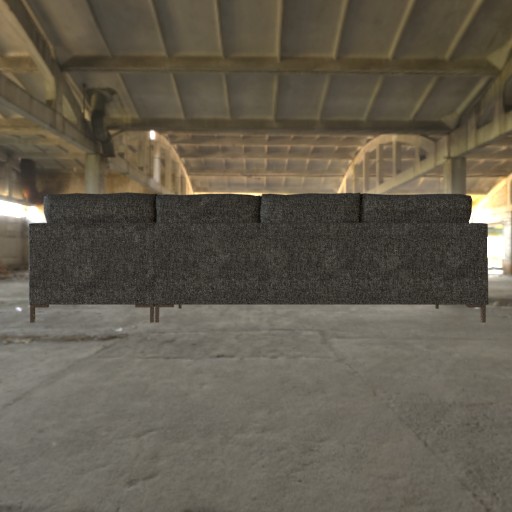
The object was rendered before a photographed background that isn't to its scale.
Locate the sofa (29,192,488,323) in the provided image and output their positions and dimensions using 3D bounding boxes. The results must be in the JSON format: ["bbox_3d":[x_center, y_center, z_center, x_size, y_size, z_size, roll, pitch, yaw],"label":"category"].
[{"bbox_3d":[0.000,0.000,3.965,3.384,0.970,1.488,0,0,0],"label":"sofa"}]
